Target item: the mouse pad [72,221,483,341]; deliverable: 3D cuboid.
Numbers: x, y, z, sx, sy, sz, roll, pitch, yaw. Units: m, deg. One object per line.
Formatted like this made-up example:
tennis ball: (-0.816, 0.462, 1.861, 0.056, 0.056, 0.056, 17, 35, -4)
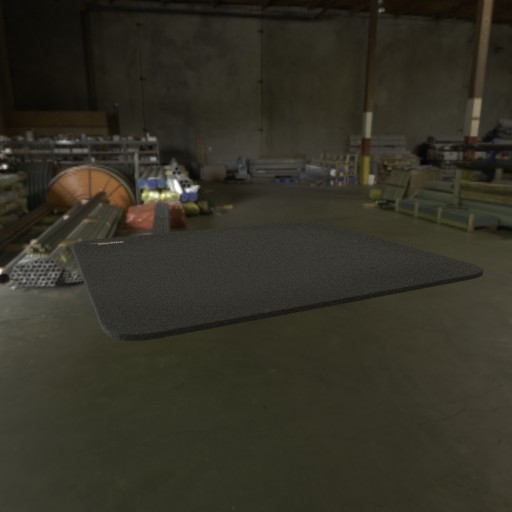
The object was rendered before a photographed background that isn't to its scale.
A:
mouse pad: (0.000, 0.000, 0.311, 0.229, 0.003, 0.203, -7, 16, -25)
